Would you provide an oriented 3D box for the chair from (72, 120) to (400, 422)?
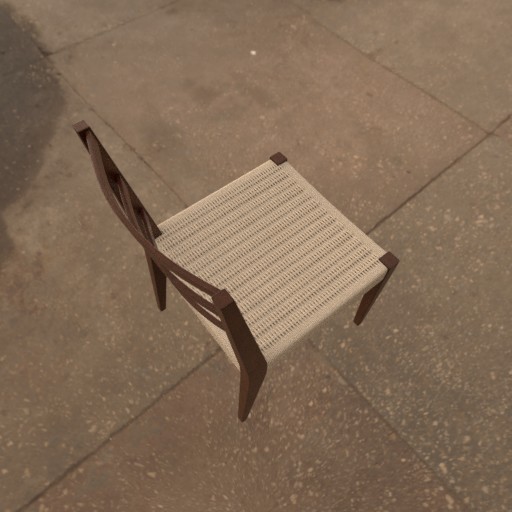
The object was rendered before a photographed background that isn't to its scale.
[{"bbox_3d":[0.000,0.000,1.135,0.551,0.813,0.480,-34,65,-19],"label":"chair"}]
